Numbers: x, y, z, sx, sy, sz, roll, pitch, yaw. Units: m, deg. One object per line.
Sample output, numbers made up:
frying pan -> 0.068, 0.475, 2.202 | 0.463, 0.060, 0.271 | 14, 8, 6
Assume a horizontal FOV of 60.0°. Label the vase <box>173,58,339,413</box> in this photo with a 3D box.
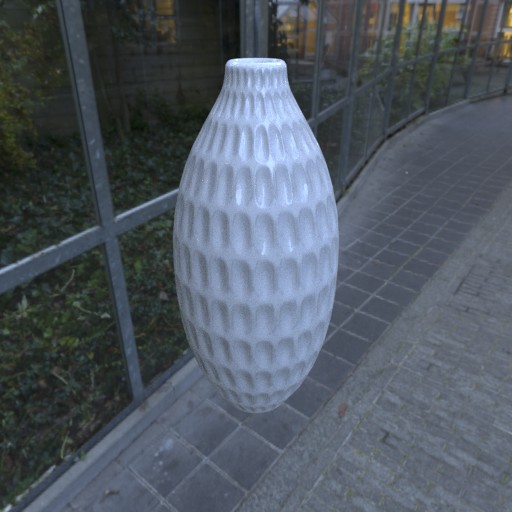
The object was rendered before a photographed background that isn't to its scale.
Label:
vase -> 0.000, 0.000, 0.348 | 0.127, 0.282, 0.127 | 0, 28, 0
